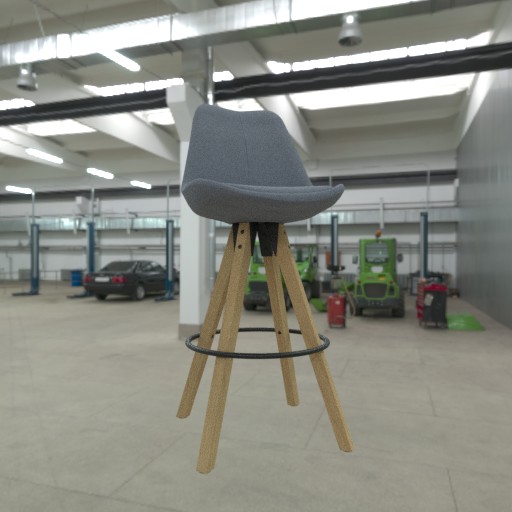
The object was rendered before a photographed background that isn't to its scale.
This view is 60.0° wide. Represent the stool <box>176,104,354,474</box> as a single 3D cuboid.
[{"bbox_3d":[0.000,0.000,1.429,0.485,1.115,0.550,0,0,-17],"label":"stool"}]
